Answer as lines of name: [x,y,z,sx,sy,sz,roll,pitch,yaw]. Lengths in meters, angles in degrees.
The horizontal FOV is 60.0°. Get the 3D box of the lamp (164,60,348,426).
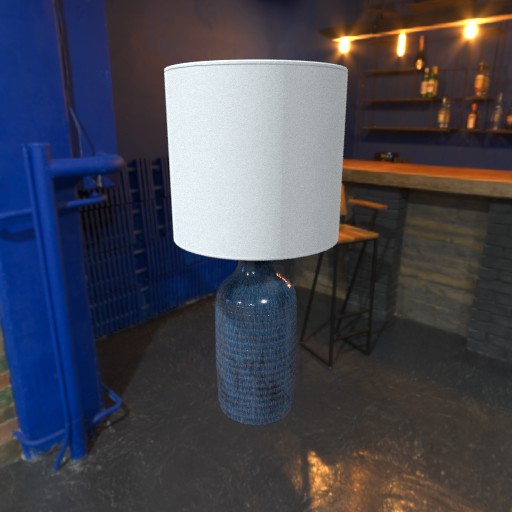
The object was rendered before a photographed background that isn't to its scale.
lamp: [0.000,0.000,0.613,0.220,0.475,0.220,16,24,42]
